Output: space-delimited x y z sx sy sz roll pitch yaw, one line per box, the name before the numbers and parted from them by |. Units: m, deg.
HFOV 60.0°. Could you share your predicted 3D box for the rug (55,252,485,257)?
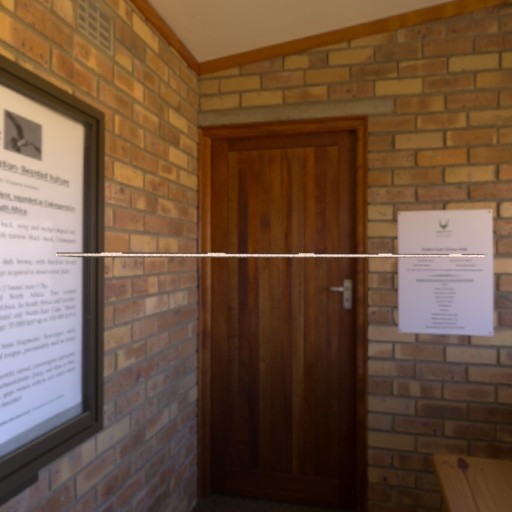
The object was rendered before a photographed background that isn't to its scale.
rug | 0.000 0.000 2.947 2.286 0.016 1.555 0 0 -18
